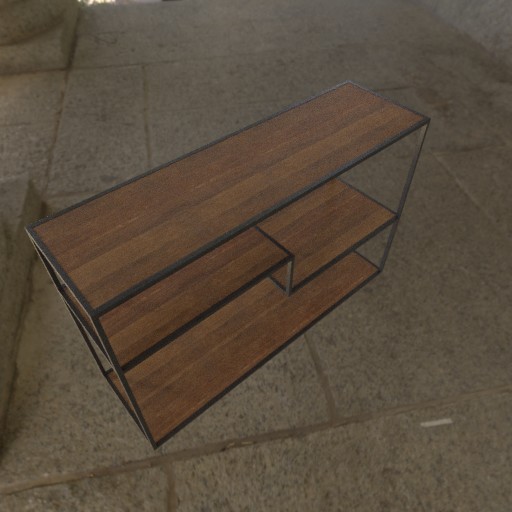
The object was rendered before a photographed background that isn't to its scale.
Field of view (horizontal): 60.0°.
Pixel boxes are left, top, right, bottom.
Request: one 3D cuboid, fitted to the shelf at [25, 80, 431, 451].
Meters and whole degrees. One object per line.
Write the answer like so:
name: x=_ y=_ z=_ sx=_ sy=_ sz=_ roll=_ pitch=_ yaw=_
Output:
shelf: x=0.000 y=0.000 z=1.548 sx=1.201 sy=0.765 sz=0.361 roll=-32 pitch=55 yaw=-26
